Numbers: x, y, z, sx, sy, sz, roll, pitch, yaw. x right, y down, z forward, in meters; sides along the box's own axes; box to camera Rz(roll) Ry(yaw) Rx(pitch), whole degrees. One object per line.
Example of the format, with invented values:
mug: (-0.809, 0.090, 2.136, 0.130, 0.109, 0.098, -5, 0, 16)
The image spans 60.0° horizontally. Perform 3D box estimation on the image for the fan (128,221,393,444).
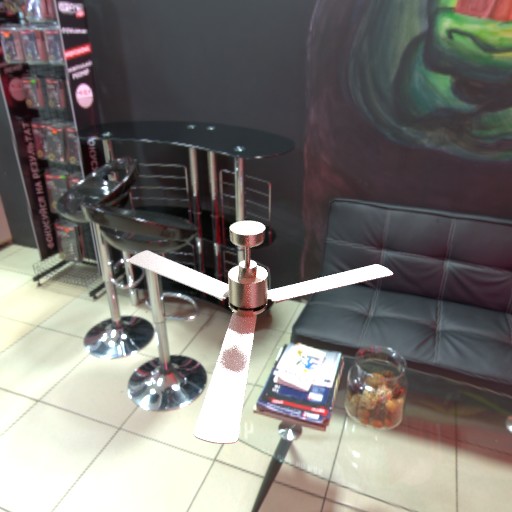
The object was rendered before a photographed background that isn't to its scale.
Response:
fan: (0.000, 0.000, 2.356, 1.531, 0.446, 1.561, -18, 33, -32)
